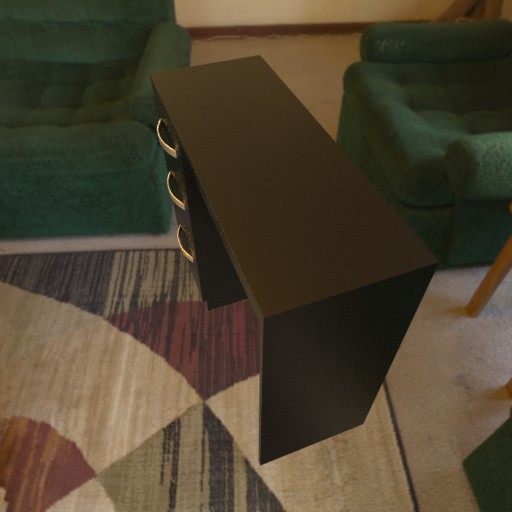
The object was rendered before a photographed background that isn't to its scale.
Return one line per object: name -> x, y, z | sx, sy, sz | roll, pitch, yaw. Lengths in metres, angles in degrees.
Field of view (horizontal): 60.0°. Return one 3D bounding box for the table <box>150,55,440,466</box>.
table -> 0.000, 0.000, 1.366 | 0.380, 0.790, 0.930 | -16, 50, -14
